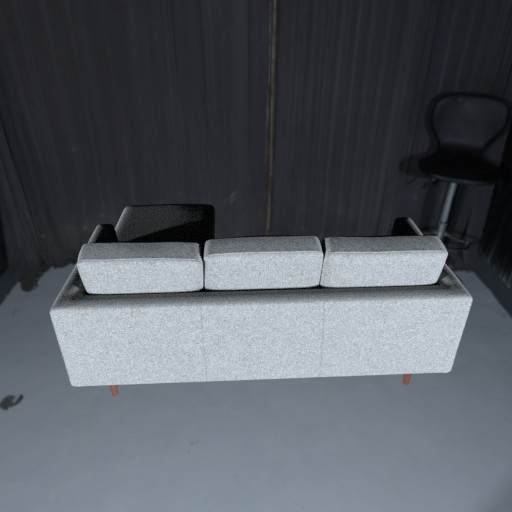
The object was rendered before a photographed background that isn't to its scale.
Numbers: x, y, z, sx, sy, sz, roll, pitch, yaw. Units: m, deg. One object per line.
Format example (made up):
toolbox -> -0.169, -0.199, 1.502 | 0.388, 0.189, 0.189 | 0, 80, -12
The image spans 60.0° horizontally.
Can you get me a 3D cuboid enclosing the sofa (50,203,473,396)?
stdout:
sofa -> 0.000, 0.000, 2.948 | 2.055, 0.957, 1.667 | -1, 31, -2
